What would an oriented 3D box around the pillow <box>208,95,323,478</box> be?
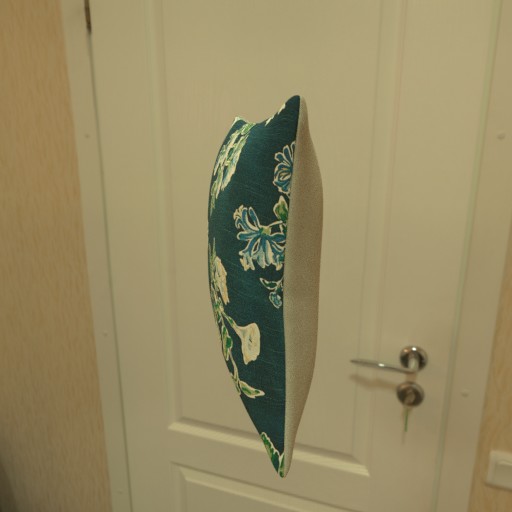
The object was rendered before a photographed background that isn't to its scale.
[{"bbox_3d":[0.000,0.000,0.802,0.166,0.508,0.525,-3,15,-9],"label":"pillow"}]
